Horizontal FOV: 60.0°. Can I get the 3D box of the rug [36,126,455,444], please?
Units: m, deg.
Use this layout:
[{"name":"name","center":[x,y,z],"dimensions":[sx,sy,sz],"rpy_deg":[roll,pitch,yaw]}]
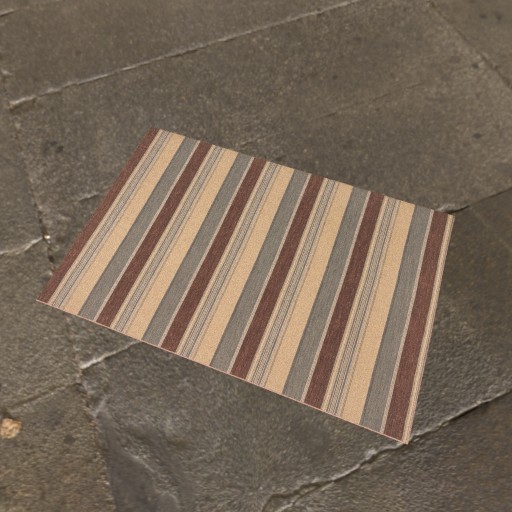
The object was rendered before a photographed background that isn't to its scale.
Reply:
[{"name":"rug","center":[0.000,0.000,2.275],"dimensions":[1.829,0.008,1.219],"rpy_deg":[19,63,10]}]
